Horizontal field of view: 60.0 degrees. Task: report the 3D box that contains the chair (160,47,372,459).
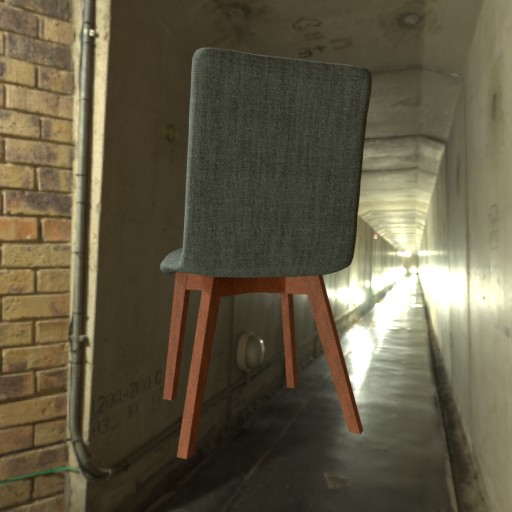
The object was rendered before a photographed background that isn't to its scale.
[{"bbox_3d":[0.000,0.000,1.320,0.522,0.974,0.563,0,0,-18],"label":"chair"}]
